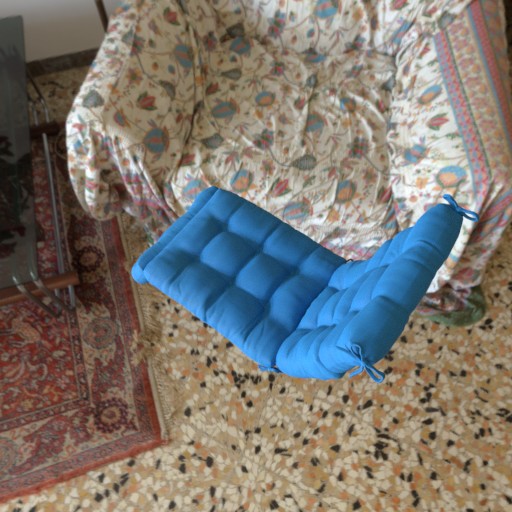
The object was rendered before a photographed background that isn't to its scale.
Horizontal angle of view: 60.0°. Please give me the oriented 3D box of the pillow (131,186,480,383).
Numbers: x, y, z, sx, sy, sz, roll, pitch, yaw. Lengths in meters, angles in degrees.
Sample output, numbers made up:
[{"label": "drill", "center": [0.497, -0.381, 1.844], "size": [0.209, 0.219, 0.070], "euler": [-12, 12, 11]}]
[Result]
[{"label": "pillow", "center": [0.000, 0.000, 1.502], "size": [1.016, 0.863, 0.526], "euler": [33, 68, 16]}]
